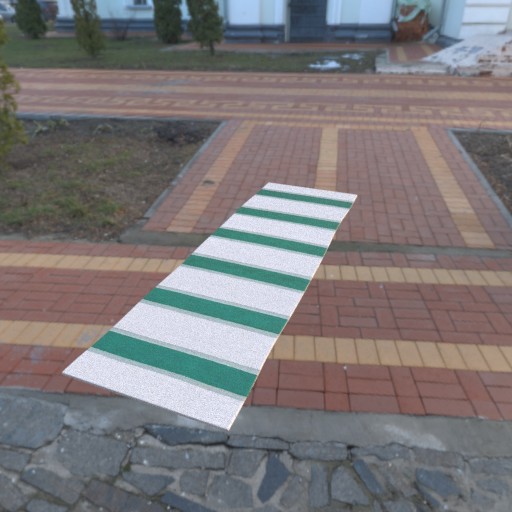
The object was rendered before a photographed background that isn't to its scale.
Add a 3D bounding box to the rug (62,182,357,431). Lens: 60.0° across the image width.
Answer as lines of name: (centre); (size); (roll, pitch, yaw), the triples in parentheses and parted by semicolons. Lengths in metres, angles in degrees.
rug: (0.000, 0.000, 2.695); (0.768, 0.012, 2.438); (11, 31, 19)
